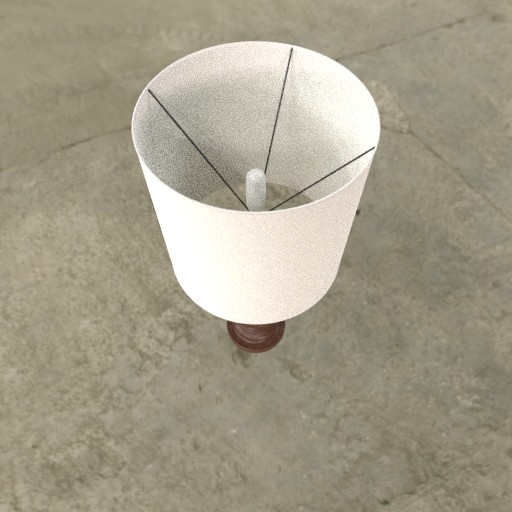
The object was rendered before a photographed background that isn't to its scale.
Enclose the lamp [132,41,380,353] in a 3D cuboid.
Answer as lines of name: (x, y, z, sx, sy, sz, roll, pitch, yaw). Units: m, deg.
lamp: (0.000, 0.000, 0.569, 0.208, 0.455, 0.208, 0, 58, 0)
